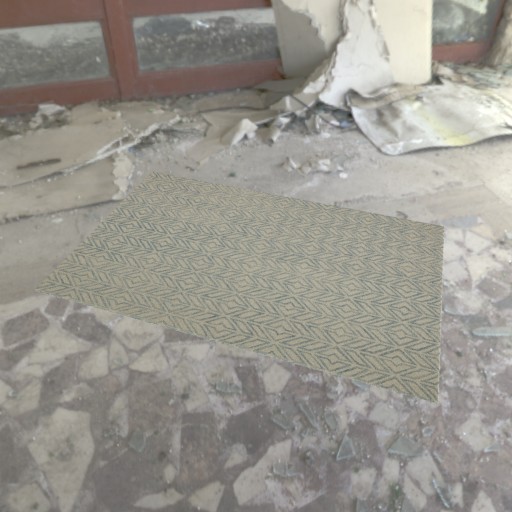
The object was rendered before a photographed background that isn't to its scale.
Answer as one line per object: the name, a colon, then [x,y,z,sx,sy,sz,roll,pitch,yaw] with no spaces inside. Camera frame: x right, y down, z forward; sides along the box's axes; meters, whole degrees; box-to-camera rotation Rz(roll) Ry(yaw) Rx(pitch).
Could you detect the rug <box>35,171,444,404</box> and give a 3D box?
rug: [0.000,0.000,3.052,2.441,0.008,1.526,13,43,14]
